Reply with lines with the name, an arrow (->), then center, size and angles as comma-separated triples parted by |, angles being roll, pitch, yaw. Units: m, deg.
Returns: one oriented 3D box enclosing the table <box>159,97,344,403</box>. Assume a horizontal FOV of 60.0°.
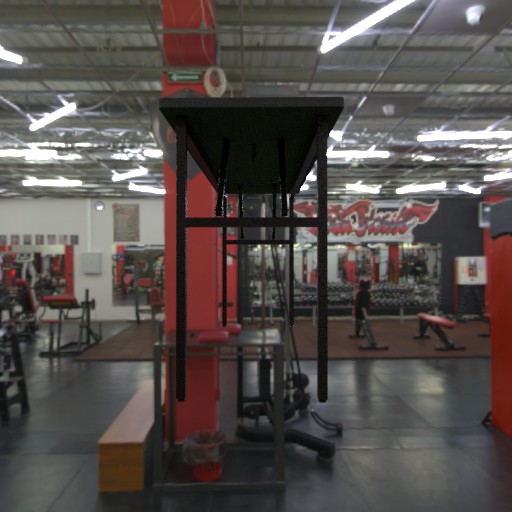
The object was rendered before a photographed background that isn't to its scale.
table -> 0.000, 0.000, 1.760 | 0.449, 0.750, 1.399 | 0, -1, 1
